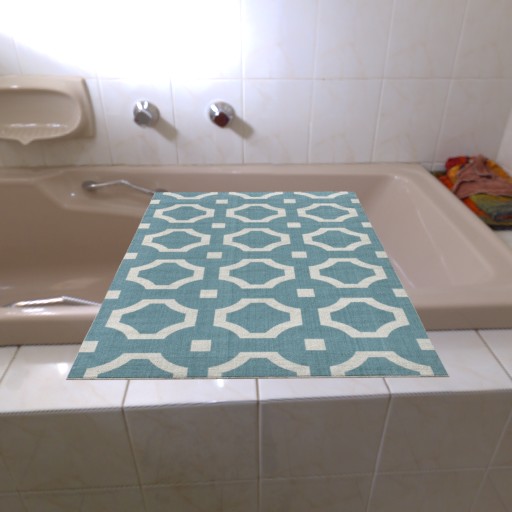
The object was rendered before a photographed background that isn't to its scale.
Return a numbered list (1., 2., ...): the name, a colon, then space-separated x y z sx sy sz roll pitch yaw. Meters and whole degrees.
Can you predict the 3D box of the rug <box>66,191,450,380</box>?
1. rug: 0.000 0.000 4.148 2.466 0.021 3.049 0 31 0
